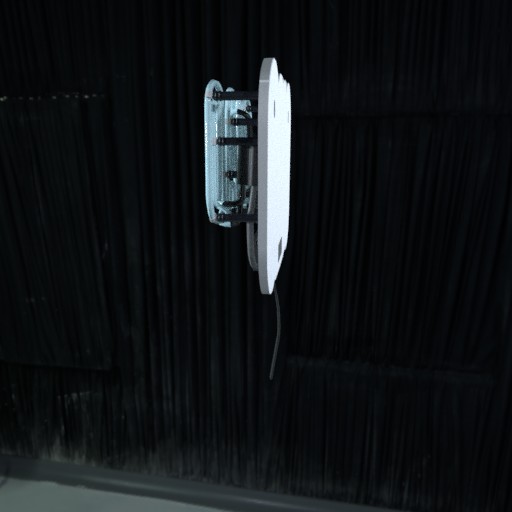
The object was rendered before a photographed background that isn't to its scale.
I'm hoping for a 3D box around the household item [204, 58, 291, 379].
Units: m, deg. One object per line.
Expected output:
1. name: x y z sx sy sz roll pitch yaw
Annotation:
1. household item: 0.000 0.000 0.384 0.042 0.294 0.211 2 15 8
